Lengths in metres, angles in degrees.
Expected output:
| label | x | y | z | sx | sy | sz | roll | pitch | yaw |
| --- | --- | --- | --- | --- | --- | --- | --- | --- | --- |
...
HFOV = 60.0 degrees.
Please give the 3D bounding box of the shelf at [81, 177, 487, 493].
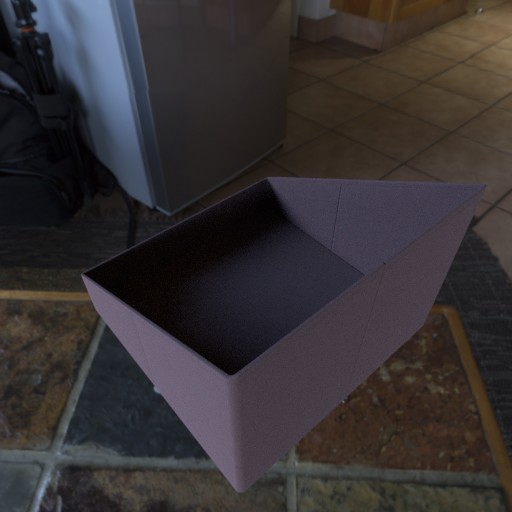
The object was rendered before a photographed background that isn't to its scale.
| label | x | y | z | sx | sy | sz | roll | pitch | yaw |
| --- | --- | --- | --- | --- | --- | --- | --- | --- | --- |
| shelf | 0.000 | 0.000 | 0.475 | 0.292 | 0.210 | 0.292 | -32 | 53 | -28 |
